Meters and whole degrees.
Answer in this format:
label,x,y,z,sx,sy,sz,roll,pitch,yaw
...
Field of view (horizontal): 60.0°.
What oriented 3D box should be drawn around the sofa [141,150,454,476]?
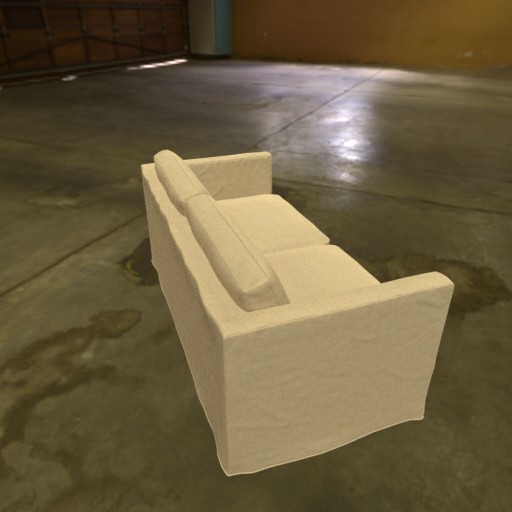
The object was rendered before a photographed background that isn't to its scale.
label,x,y,z,sx,sy,sz,roll,pitch,yaw
sofa,0.000,0.000,2.456,0.962,0.835,1.959,-10,30,-18
